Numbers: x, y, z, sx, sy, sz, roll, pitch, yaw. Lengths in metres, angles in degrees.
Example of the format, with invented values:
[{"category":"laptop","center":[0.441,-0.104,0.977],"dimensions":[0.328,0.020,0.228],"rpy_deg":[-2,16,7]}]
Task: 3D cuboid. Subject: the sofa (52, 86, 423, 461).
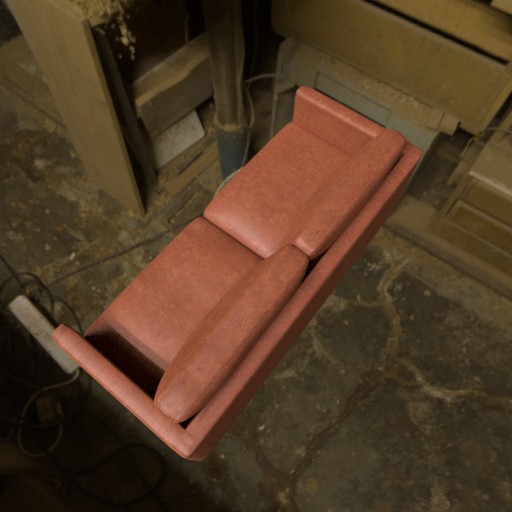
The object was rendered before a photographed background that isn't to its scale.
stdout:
[{"category":"sofa","center":[0.000,0.000,2.721],"dimensions":[0.950,0.932,2.204],"rpy_deg":[35,69,16]}]
